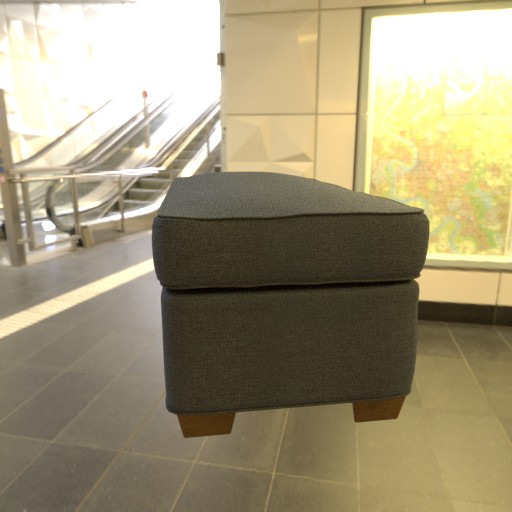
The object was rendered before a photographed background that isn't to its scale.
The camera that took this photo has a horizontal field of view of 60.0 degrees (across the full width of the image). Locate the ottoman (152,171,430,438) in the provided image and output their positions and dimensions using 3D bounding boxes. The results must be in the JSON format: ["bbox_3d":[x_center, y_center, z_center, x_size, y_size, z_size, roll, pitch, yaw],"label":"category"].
[{"bbox_3d":[0.000,0.000,1.334,0.515,0.460,1.110,-2,14,-8],"label":"ottoman"}]
